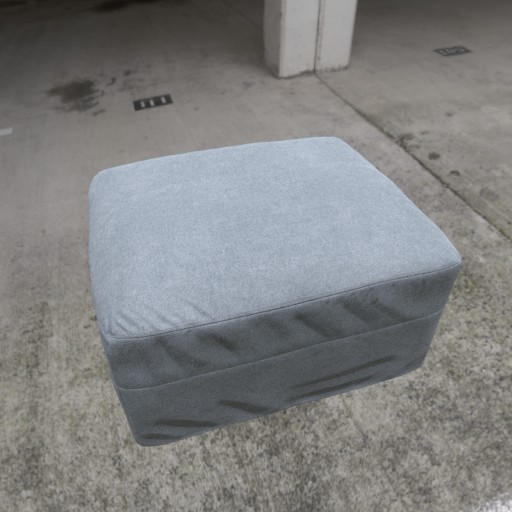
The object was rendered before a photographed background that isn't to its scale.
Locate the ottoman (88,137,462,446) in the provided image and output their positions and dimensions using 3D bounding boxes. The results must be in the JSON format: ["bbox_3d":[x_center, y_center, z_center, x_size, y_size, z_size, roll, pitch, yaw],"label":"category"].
[{"bbox_3d":[0.000,0.000,1.226,0.837,0.481,0.683,-11,42,-13],"label":"ottoman"}]
